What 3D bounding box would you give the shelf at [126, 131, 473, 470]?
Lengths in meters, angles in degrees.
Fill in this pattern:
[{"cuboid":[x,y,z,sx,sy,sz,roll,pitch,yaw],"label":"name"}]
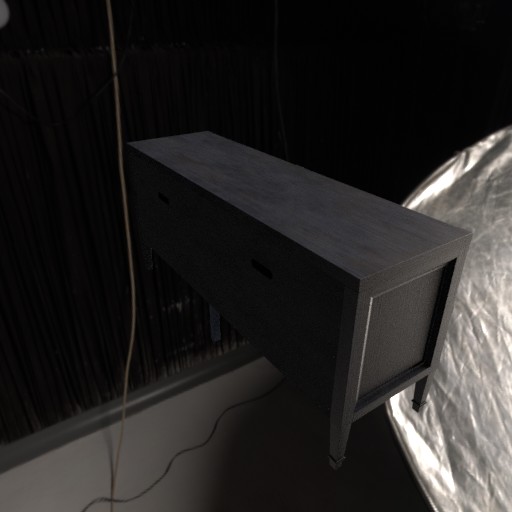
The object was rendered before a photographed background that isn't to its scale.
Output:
[{"cuboid":[0.000,0.000,1.914,0.479,0.719,1.575,-18,33,-30],"label":"shelf"}]
